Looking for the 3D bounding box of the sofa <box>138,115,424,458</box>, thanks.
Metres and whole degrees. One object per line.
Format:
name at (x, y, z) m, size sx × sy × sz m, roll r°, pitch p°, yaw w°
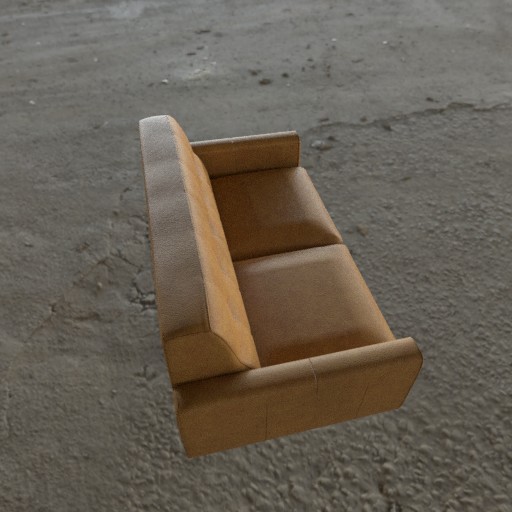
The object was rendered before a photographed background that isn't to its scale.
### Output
sofa at (0.000, 0.000, 2.225) m, size 0.952 × 0.925 × 1.651 m, roll -10°, pitch 47°, yaw -9°
